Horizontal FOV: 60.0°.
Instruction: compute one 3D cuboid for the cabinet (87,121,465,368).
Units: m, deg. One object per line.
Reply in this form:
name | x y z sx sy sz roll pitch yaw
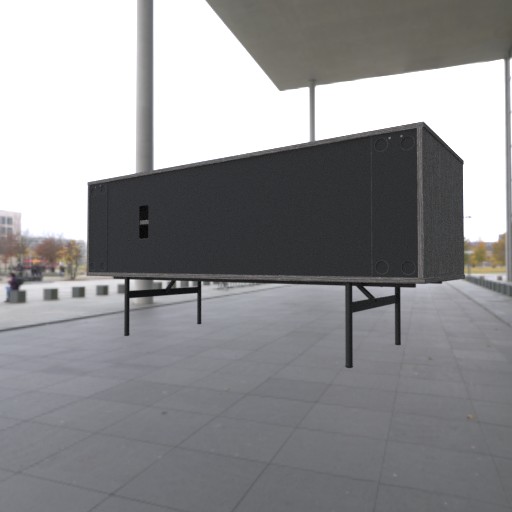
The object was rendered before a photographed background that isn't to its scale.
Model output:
cabinet | 0.000 0.000 1.594 1.300 0.599 0.500 -1 -1 35
